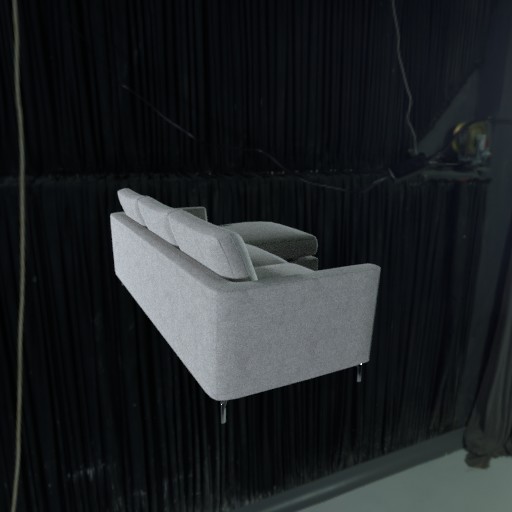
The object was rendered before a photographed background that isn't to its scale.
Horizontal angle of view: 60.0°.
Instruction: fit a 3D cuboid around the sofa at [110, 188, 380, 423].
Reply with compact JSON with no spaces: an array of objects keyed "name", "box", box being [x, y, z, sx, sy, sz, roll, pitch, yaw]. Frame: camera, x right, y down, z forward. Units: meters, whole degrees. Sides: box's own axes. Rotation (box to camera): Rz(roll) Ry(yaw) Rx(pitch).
[{"name":"sofa","box":[0.000,0.000,3.206,1.626,0.864,2.438,-7,16,-27]}]
